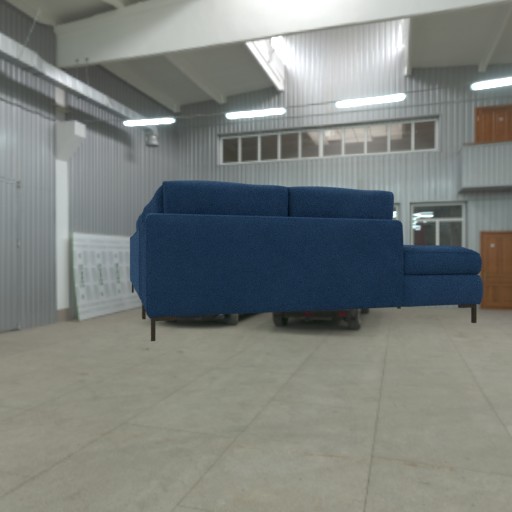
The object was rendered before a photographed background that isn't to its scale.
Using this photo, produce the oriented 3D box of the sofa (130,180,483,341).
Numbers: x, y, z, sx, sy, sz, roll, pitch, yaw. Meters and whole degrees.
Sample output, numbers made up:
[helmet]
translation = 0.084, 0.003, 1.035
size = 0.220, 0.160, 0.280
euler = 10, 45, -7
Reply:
[sofa]
translation = 0.000, 0.000, 3.788
size = 2.007, 0.815, 2.949
euler = 0, 0, -17
